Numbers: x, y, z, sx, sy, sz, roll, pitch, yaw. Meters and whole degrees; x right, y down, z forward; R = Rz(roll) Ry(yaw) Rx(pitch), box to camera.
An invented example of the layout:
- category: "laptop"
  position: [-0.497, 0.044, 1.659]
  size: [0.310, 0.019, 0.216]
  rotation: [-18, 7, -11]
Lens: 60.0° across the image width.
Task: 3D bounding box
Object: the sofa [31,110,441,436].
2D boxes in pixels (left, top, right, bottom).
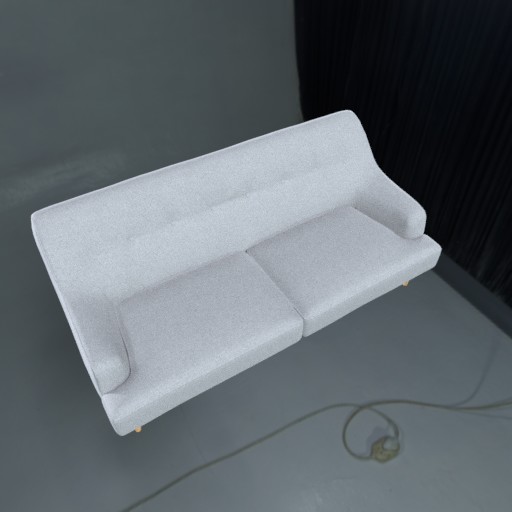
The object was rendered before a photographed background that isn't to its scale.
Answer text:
- category: "sofa"
  position: [0.000, 0.000, 2.502]
  size: [2.057, 0.871, 0.978]
  rotation: [-24, 50, -21]
